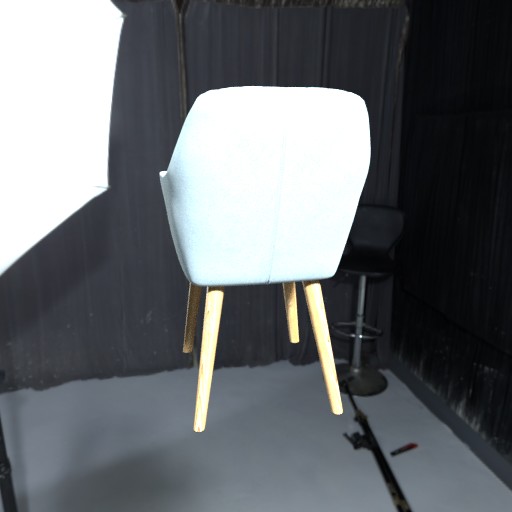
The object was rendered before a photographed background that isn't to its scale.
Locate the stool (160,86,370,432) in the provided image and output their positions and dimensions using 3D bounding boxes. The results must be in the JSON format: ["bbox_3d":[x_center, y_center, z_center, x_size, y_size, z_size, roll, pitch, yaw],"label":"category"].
[{"bbox_3d":[0.000,0.000,1.237,0.503,0.830,0.590,-3,15,-11],"label":"stool"}]
